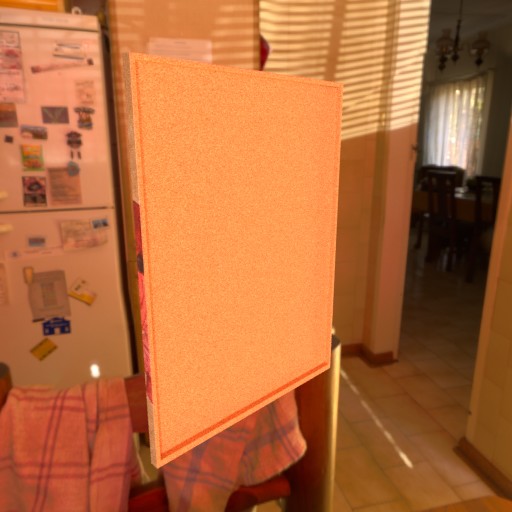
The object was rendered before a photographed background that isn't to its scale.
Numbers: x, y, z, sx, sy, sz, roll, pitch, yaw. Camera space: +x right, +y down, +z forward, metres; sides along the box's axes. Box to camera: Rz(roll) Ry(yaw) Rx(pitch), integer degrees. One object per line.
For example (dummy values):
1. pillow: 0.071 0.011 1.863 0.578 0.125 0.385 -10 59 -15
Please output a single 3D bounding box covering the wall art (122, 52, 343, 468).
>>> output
1. wall art: 0.000 0.000 1.308 0.762 1.015 0.031 -14 20 -43
